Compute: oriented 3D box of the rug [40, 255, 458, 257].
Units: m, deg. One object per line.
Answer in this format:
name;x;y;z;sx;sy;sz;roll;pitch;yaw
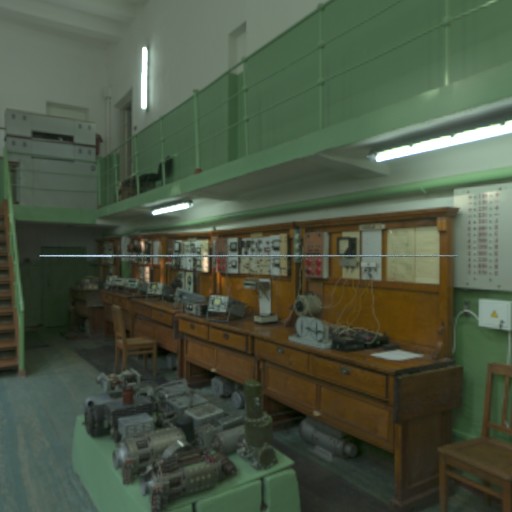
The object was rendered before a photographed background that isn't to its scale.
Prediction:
rug;0.000;0.000;3.036;2.457;0.009;1.512;0;0;-36
